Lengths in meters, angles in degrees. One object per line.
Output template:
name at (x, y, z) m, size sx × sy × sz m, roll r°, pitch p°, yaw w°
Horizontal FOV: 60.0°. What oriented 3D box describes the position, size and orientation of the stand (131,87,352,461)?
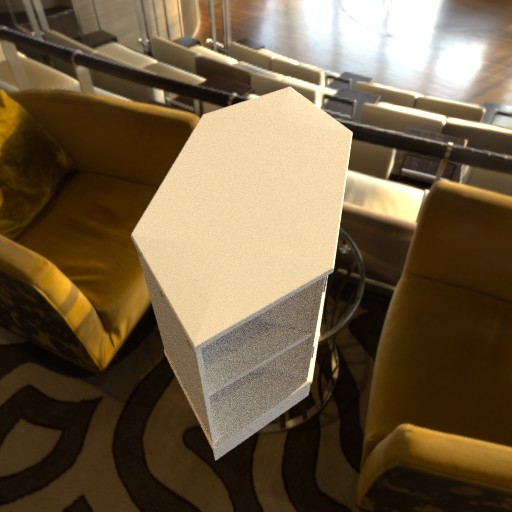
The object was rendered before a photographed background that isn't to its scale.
stand at (0.000, 0.000, 1.409) m, size 0.477 × 0.614 × 1.072 m, roll 9°, pitch 47°, yaw 9°
